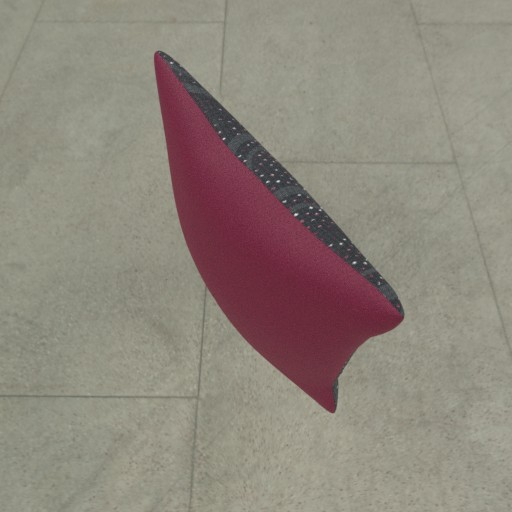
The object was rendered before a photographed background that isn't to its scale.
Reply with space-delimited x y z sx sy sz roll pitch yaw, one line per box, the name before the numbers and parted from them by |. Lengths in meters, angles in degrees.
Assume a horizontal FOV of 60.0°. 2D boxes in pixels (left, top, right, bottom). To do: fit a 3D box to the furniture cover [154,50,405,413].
furniture cover | 0.000 0.000 0.799 0.193 0.509 0.552 -31 65 -17
